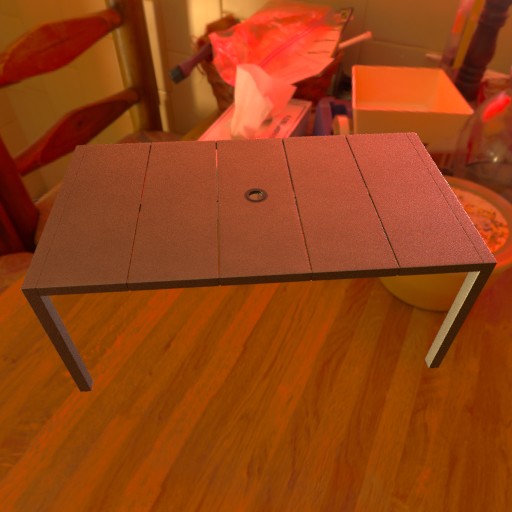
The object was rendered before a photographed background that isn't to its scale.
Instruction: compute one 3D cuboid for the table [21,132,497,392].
[{"bbox_3d":[0.000,0.000,2.133,1.680,0.735,0.914,-3,45,-3],"label":"table"}]
